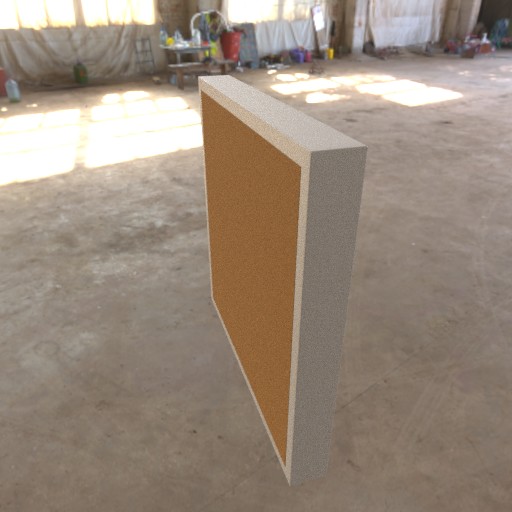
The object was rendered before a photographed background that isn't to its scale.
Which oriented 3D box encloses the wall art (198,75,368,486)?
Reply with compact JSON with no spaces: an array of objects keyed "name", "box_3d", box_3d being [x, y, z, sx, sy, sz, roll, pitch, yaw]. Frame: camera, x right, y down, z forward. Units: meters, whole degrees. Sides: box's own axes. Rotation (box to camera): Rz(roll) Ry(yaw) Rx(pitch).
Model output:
[{"name":"wall art","box_3d":[0.000,0.000,0.453,0.037,0.305,0.305,-9,31,-16]}]
